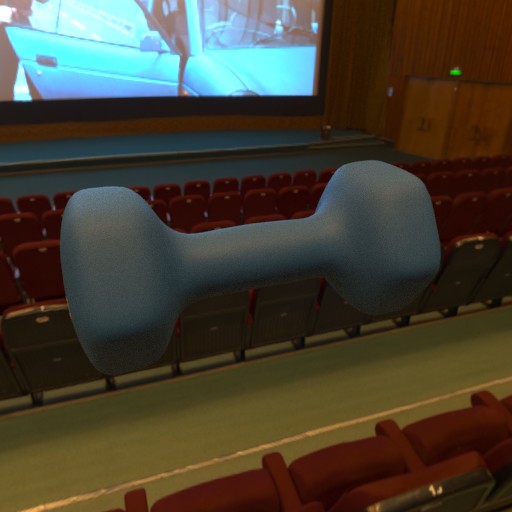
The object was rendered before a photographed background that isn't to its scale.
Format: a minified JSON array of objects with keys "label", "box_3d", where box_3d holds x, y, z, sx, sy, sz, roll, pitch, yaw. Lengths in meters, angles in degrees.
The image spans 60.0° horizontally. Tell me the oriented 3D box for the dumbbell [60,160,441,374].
[{"label":"dumbbell","box_3d":[0.000,0.000,0.266,0.212,0.093,0.103,-9,28,-17]}]
